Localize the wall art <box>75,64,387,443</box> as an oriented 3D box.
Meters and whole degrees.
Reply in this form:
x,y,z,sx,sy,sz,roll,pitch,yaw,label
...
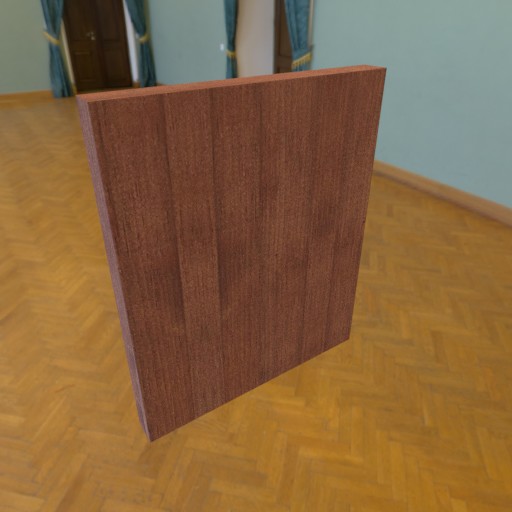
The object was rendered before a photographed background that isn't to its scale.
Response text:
x,y,z,sx,sy,sz,roll,pitch,yaw,label
0.000,0.000,0.600,0.377,0.449,0.039,-19,35,-29,wall art
